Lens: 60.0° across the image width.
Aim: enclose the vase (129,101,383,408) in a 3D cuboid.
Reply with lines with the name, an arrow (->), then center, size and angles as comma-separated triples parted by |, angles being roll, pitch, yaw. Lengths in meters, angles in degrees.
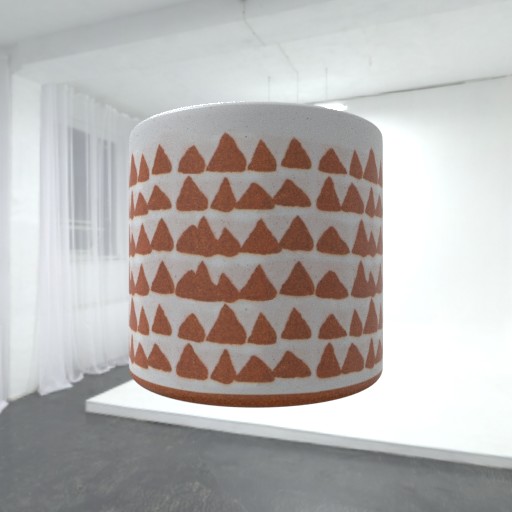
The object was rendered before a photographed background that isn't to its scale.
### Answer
vase -> 0.000, 0.000, 0.248 | 0.137, 0.127, 0.137 | 0, 0, 0
